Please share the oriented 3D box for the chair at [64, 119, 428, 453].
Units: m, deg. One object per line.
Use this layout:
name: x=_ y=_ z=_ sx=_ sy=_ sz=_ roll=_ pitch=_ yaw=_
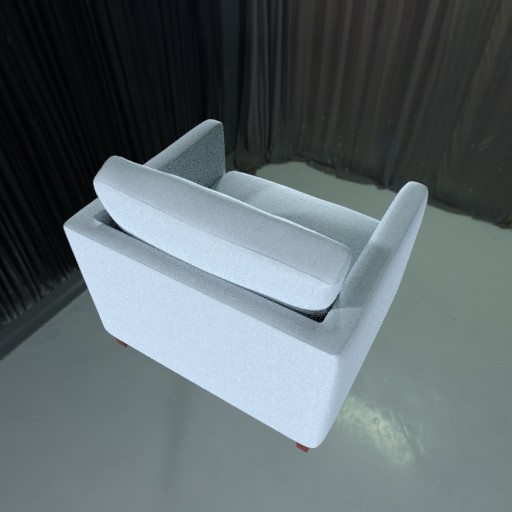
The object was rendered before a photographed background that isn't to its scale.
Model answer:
chair: x=0.000 y=0.000 z=1.861 sx=1.107 sy=0.961 sz=0.953 roll=23 pitch=50 yaw=21
